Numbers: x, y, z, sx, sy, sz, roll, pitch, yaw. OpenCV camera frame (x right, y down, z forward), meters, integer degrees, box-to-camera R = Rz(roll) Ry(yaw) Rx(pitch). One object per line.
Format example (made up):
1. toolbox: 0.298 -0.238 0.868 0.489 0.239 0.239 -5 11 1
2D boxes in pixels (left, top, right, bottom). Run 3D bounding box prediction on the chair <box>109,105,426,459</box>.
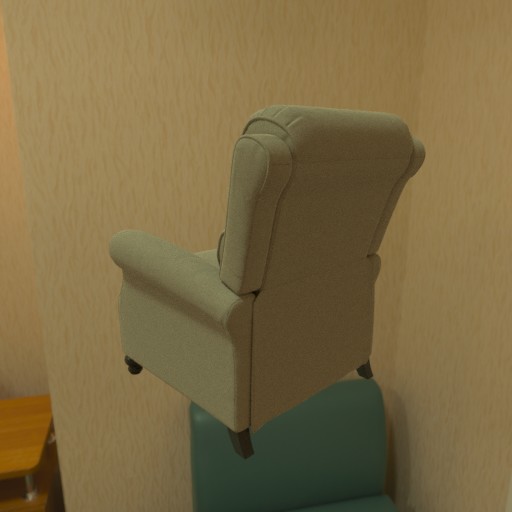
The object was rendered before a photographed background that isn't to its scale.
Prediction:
1. chair: 0.000 0.000 1.711 0.859 1.046 0.919 -13 20 -42
